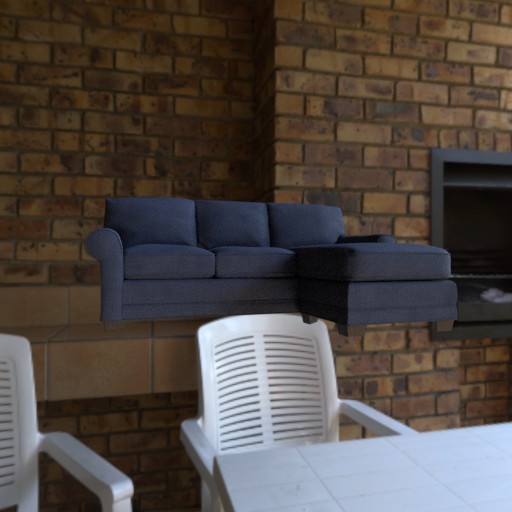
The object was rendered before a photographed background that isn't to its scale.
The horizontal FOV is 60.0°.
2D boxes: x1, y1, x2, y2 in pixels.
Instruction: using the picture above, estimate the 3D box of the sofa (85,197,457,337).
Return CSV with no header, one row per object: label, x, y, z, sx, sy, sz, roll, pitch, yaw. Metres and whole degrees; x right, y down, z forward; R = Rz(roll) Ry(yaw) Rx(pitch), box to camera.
sofa,0.000,0.000,3.571,2.567,1.063,1.780,0,0,-19
